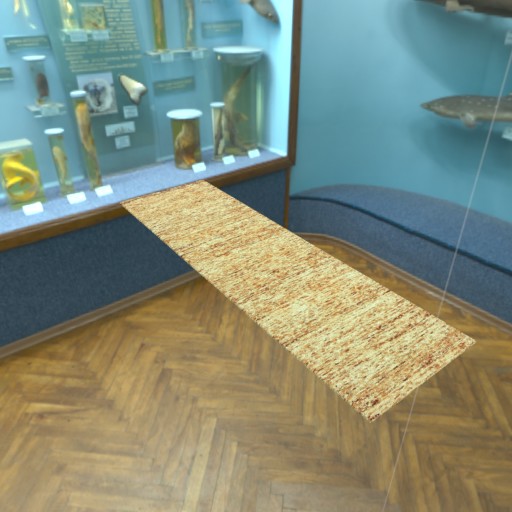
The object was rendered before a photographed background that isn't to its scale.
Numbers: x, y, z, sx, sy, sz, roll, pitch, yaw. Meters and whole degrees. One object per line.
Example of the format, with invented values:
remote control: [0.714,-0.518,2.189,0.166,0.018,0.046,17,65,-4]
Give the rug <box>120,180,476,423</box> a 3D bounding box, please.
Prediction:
rug: [0.000,0.000,2.481,0.680,0.014,2.237,-22,38,-31]
